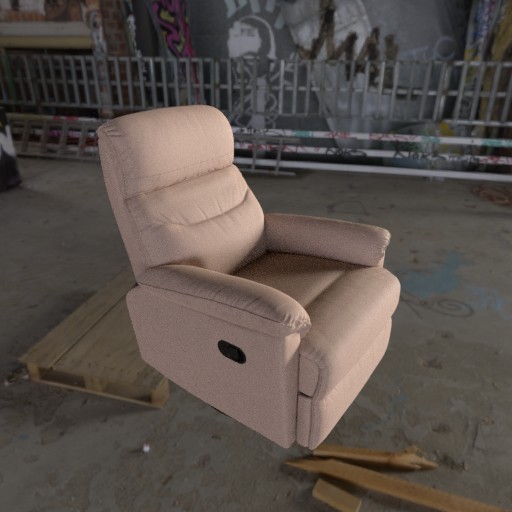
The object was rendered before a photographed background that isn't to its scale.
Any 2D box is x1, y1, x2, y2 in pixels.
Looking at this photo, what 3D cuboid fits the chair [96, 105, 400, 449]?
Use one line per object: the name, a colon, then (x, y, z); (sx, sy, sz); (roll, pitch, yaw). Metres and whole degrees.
chair: (0.000, 0.000, 1.715); (1.004, 1.037, 0.820); (17, 30, 31)
